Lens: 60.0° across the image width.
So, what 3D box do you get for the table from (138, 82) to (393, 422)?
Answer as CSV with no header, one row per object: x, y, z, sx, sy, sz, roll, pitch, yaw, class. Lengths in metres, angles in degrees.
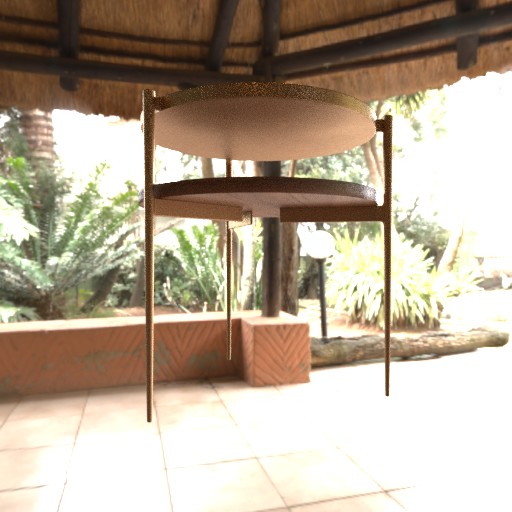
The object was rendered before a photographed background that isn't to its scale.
0.000,0.000,0.837,0.430,0.493,0.456,0,0,-17,table
